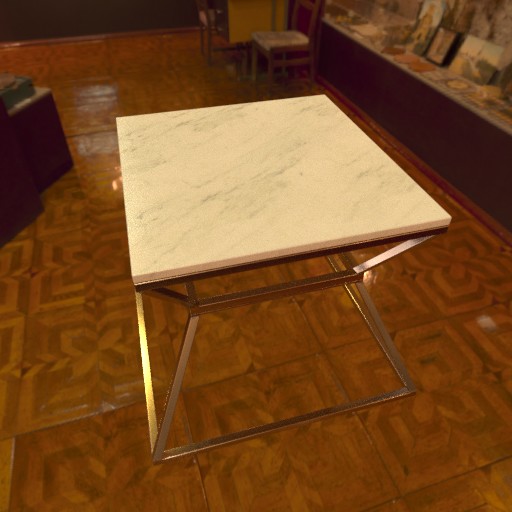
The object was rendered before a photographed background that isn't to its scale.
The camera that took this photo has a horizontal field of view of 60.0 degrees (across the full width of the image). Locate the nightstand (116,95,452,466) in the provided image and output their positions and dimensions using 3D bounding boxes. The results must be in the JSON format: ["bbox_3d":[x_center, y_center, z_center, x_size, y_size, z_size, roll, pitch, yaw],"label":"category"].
[{"bbox_3d":[0.000,0.000,0.874,0.514,0.426,0.513,-10,42,-12],"label":"nightstand"}]
